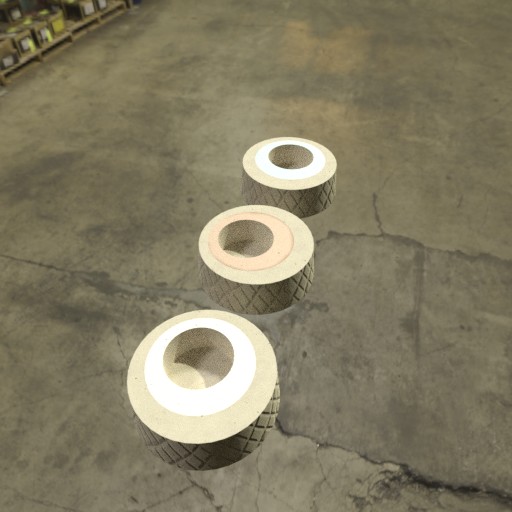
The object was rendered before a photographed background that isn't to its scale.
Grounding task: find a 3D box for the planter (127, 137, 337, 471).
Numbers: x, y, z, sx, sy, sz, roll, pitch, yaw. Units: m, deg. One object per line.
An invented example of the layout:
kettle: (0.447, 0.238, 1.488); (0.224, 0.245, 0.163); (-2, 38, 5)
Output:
planter: (0.000, 0.000, 0.425); (0.114, 0.038, 0.390); (12, 46, 11)
